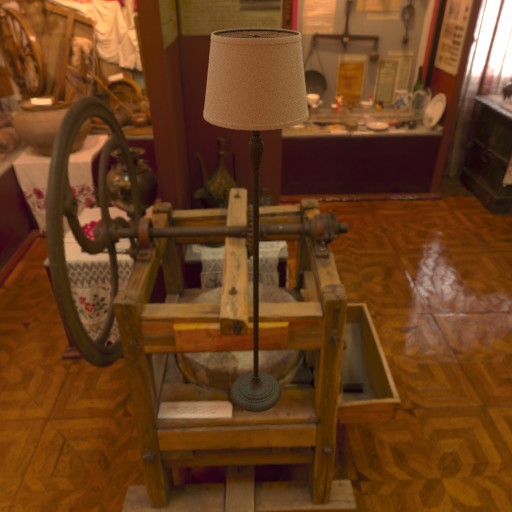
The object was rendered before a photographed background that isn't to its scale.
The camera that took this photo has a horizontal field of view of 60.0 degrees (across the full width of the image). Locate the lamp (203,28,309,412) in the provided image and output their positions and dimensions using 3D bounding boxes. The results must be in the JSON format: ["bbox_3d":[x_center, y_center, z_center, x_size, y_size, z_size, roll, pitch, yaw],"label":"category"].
[{"bbox_3d":[0.000,0.000,1.667,0.327,1.506,0.327,0,33,0],"label":"lamp"}]
